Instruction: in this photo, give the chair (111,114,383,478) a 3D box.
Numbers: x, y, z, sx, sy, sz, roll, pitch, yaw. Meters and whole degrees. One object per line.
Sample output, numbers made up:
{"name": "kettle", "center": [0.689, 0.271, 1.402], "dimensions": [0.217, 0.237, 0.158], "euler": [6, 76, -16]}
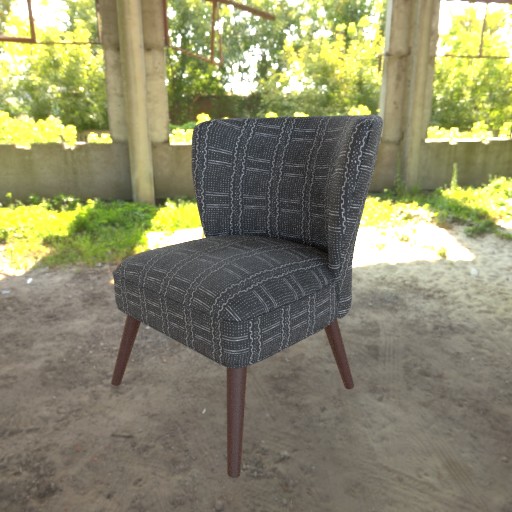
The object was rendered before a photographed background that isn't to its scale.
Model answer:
{"name": "chair", "center": [0.000, 0.000, 1.410], "dimensions": [0.710, 0.866, 0.758], "euler": [15, 22, 42]}
